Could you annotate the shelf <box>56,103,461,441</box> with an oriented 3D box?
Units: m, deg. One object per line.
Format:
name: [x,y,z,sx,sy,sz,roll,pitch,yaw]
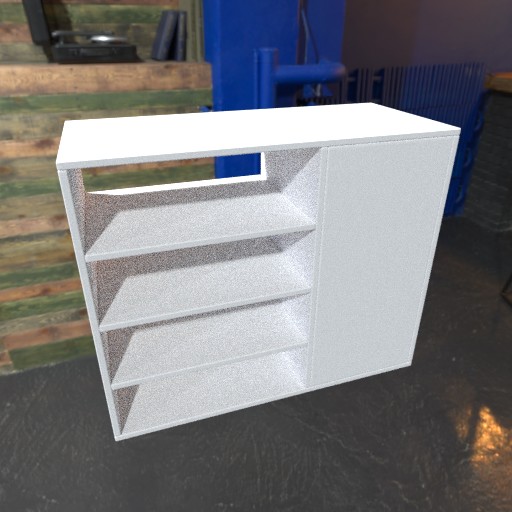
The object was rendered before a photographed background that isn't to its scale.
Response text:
shelf: [0.000,0.000,1.261,0.895,0.732,0.396,-9,29,-16]
